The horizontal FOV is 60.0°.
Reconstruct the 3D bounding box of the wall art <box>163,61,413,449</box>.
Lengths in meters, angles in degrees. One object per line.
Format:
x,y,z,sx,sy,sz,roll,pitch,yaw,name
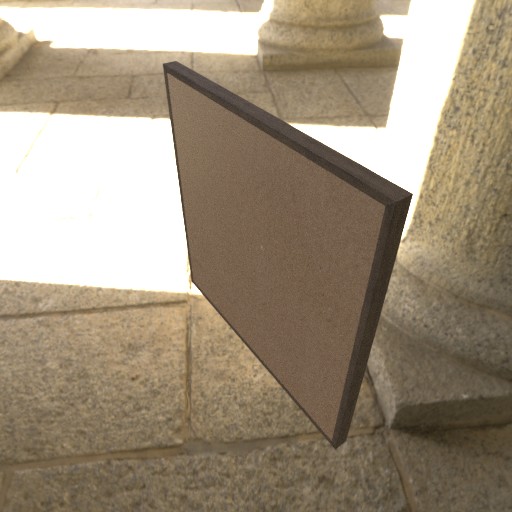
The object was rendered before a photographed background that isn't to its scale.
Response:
0.000,0.000,1.138,0.038,0.762,0.762,-25,46,-26,wall art
